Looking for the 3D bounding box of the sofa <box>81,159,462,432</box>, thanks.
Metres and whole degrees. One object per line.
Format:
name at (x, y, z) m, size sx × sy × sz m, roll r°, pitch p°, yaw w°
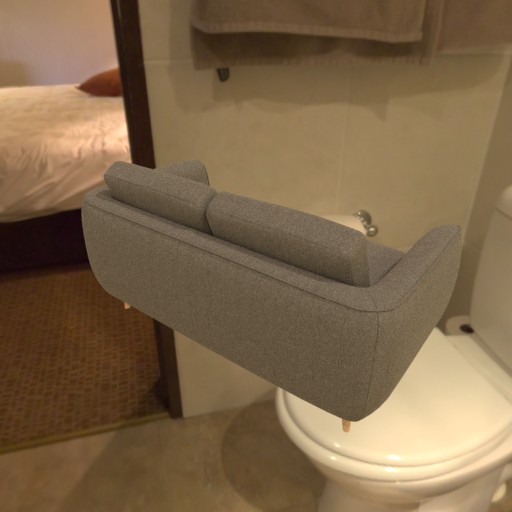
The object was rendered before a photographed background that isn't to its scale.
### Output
sofa at (0.000, 0.000, 2.175) m, size 1.700 × 0.870 × 0.920 m, roll 21°, pitch 35°, yaw 32°
